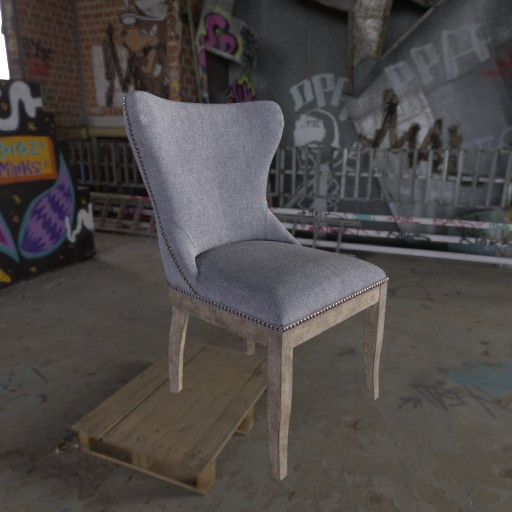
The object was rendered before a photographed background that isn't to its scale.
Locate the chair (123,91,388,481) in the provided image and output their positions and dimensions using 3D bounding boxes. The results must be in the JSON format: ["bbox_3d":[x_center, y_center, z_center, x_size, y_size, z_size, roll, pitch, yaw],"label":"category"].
[{"bbox_3d":[0.000,0.000,1.445,0.681,1.002,0.654,14,21,41],"label":"chair"}]
